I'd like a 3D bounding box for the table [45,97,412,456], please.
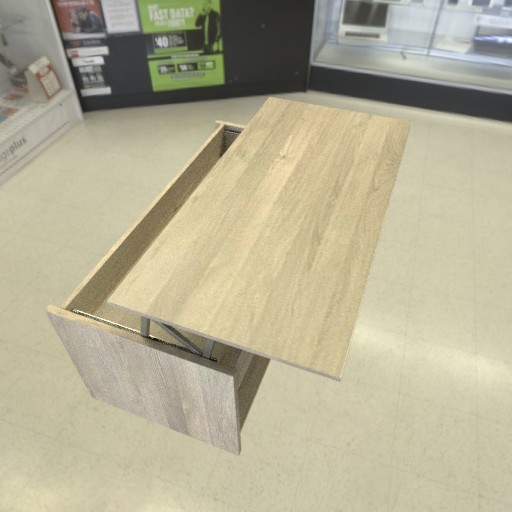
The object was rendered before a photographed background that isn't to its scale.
[{"bbox_3d":[0.000,0.000,1.417,0.712,0.570,1.000,15,47,15],"label":"table"}]
